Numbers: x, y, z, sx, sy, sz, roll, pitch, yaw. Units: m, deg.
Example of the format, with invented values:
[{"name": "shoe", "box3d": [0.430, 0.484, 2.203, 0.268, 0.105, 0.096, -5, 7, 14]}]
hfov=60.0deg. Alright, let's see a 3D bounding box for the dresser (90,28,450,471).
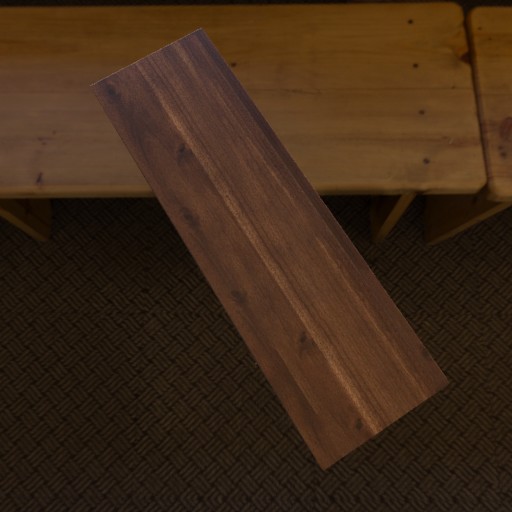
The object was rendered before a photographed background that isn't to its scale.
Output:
[{"name": "dresser", "box3d": [0.000, 0.000, 1.794, 0.438, 0.892, 1.387, -31, 78, -7]}]
